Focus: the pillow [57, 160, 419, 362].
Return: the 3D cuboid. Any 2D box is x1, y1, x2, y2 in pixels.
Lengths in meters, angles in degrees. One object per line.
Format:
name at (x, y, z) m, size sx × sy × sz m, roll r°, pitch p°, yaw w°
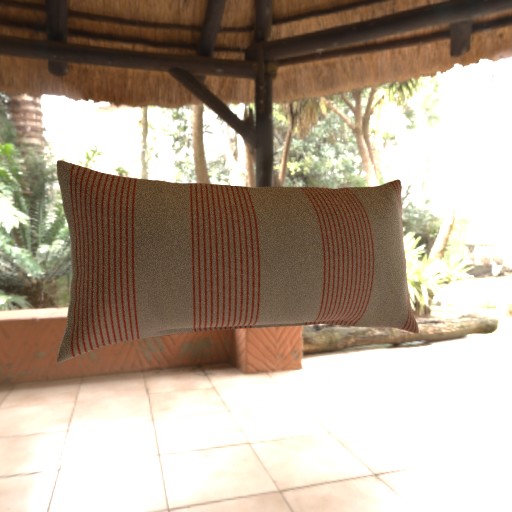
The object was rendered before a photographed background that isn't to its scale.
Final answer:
pillow at (0.000, 0.000, 0.733) m, size 0.608 × 0.292 × 0.156 m, roll -1°, pitch 2°, yaw -18°
